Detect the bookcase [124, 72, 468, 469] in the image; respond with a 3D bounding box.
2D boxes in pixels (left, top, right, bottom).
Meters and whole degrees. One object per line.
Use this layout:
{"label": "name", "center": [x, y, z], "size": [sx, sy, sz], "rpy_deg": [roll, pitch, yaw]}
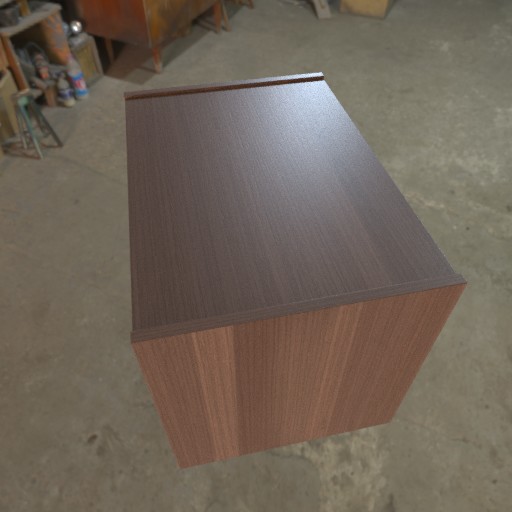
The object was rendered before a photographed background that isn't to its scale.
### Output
{"label": "bookcase", "center": [0.000, 0.000, 0.617], "size": [0.290, 0.305, 0.415], "rpy_deg": [-9, 48, -8]}
